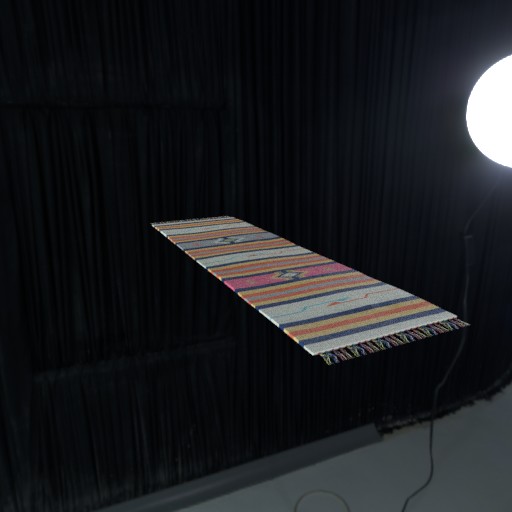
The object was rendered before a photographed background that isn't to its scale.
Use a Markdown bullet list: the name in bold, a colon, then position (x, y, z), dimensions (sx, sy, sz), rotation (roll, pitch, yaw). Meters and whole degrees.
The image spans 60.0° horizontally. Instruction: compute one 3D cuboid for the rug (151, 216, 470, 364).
- **rug**: position (0.000, 0.000, 2.637), dimensions (0.695, 0.017, 2.455), rotation (-8, 18, -25)
